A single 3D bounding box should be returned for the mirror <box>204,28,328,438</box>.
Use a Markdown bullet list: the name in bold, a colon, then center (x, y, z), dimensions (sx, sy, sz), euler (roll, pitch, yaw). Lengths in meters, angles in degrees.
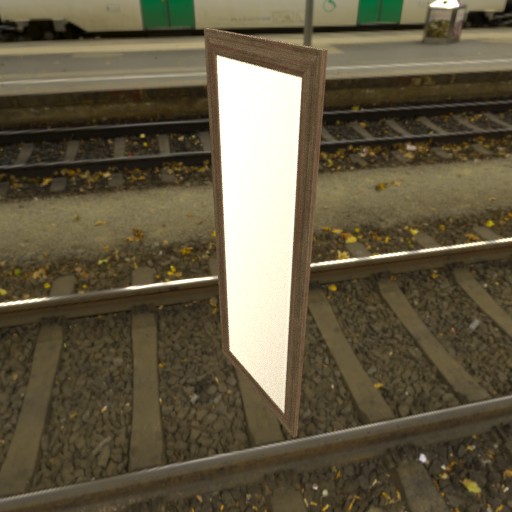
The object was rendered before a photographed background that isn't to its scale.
- **mirror**: center (0.000, 0.000, 2.283), dimensions (0.025, 2.032, 0.812), euler (-20, 38, -28)
